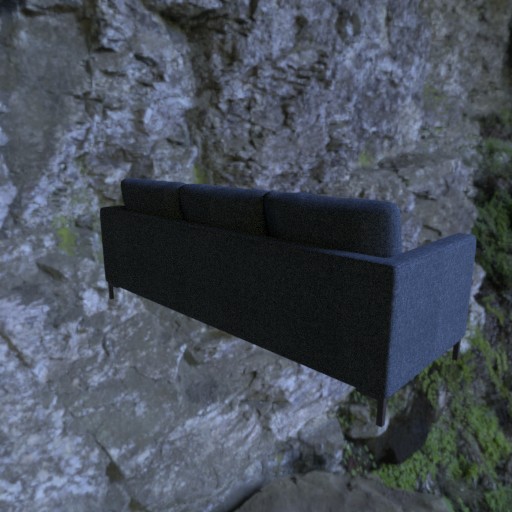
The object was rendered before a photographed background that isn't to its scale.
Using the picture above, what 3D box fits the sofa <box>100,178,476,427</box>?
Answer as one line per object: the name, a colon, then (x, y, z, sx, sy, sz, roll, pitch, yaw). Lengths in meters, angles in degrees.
sofa: (0.000, 0.000, 2.664, 2.218, 0.874, 0.859, 13, 19, 43)
